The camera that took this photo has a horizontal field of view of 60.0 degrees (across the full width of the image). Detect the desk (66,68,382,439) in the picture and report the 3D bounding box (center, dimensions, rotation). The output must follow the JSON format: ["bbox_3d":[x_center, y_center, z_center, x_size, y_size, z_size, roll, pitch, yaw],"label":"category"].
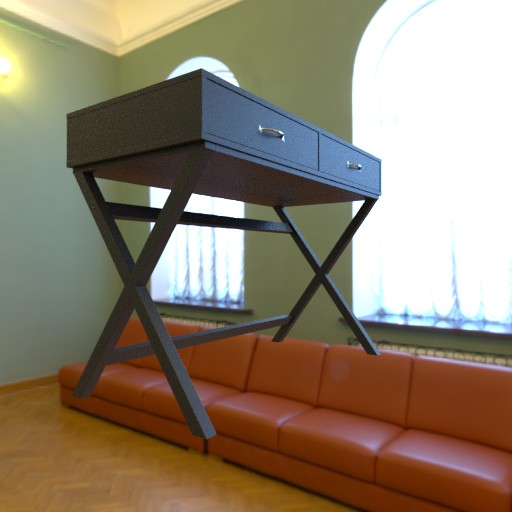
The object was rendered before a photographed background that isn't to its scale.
[{"bbox_3d":[0.000,0.000,1.493,0.525,0.780,1.057,0,0,36],"label":"desk"}]
